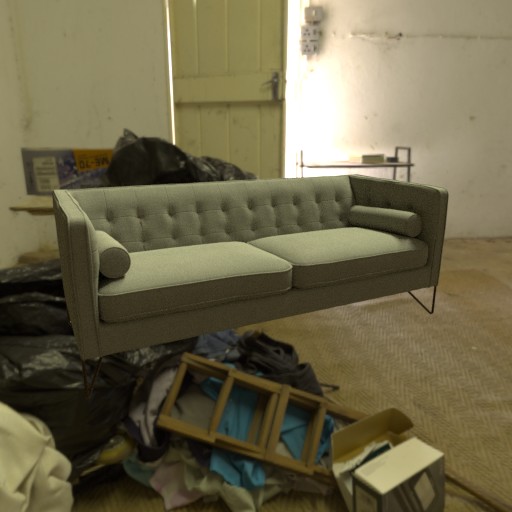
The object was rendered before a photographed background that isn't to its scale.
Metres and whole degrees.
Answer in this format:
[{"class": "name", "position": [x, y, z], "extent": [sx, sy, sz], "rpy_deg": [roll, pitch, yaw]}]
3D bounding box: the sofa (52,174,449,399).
[{"class": "sofa", "position": [0.000, 0.000, 2.588], "extent": [2.079, 0.798, 0.912], "rpy_deg": [-8, 17, -26]}]
